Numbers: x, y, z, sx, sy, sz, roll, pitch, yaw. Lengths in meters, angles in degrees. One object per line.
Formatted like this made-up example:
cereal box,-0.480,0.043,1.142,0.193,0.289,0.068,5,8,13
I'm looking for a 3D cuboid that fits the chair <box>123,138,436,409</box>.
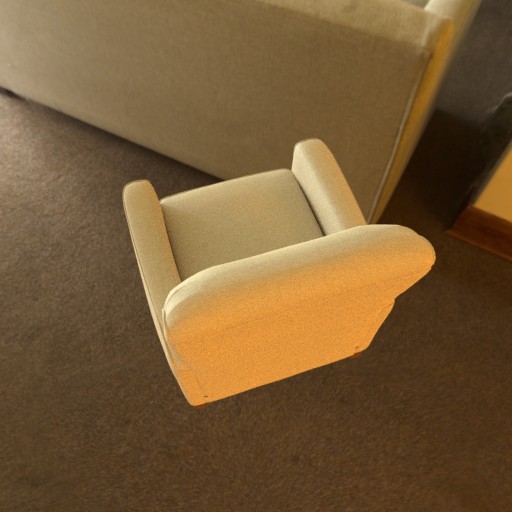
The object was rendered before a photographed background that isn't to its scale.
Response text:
chair,0.000,0.000,1.638,0.841,1.023,0.858,-16,60,-9
